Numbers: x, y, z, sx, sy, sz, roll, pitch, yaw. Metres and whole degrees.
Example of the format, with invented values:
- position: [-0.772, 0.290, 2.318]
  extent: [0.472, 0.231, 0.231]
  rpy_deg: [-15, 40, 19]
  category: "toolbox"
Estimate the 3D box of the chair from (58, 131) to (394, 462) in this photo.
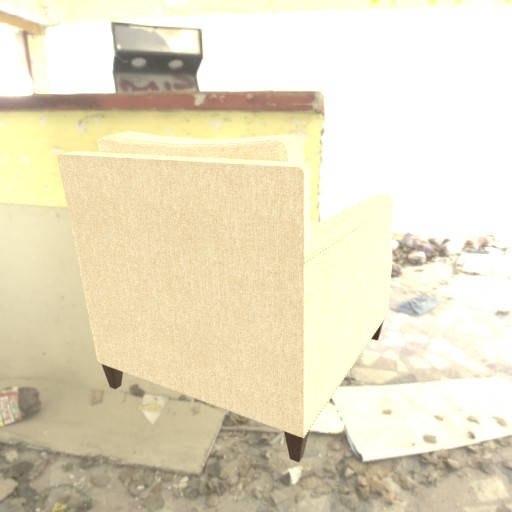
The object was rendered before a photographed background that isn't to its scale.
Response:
- position: [0.000, 0.000, 1.724]
  extent: [0.838, 0.940, 1.041]
  rpy_deg: [9, 19, 28]
  category: "chair"
